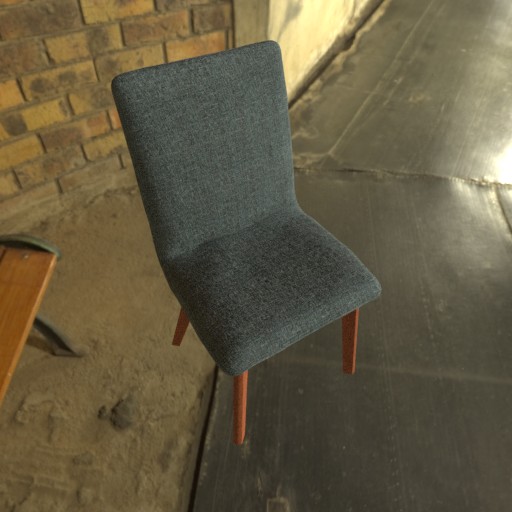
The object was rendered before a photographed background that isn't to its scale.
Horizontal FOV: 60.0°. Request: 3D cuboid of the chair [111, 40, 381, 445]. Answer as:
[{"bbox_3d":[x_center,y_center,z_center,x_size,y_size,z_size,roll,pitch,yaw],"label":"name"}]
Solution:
[{"bbox_3d":[0.000,0.000,1.280,0.522,0.974,0.563,-24,51,-22],"label":"chair"}]
